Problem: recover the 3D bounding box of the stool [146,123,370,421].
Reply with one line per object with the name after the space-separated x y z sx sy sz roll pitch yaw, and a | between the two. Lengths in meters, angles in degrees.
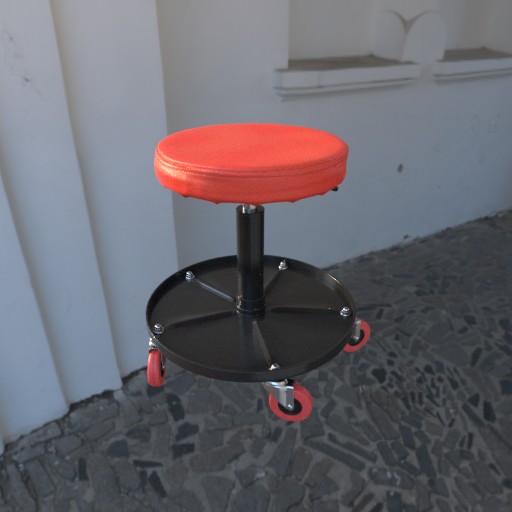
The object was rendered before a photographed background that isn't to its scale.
0.000 0.000 0.707 0.382 0.365 0.381 -8 29 -15 | stool
